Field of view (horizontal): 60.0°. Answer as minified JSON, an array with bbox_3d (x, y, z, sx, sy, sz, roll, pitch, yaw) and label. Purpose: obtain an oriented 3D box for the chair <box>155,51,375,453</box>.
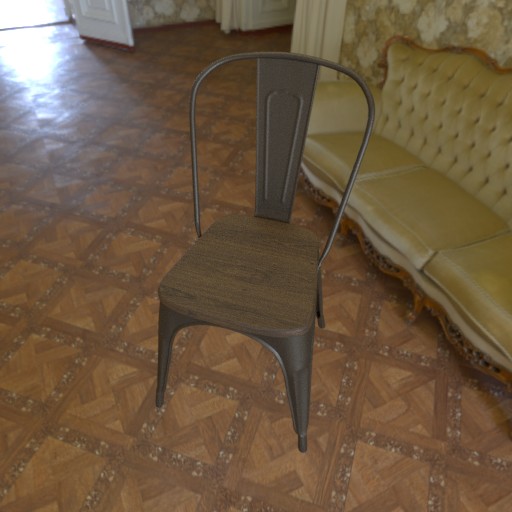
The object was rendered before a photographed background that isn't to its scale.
[{"bbox_3d":[0.000,0.000,1.142,0.451,0.844,0.532,12,43,13],"label":"chair"}]
